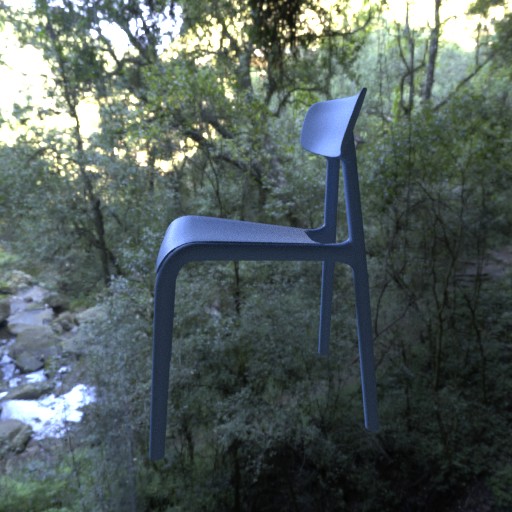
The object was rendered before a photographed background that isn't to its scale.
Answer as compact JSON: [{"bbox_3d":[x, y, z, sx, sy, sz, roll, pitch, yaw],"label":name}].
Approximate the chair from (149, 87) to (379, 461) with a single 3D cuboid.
[{"bbox_3d":[0.000,0.000,0.839,0.401,0.580,0.356,-2,14,-8],"label":"chair"}]
